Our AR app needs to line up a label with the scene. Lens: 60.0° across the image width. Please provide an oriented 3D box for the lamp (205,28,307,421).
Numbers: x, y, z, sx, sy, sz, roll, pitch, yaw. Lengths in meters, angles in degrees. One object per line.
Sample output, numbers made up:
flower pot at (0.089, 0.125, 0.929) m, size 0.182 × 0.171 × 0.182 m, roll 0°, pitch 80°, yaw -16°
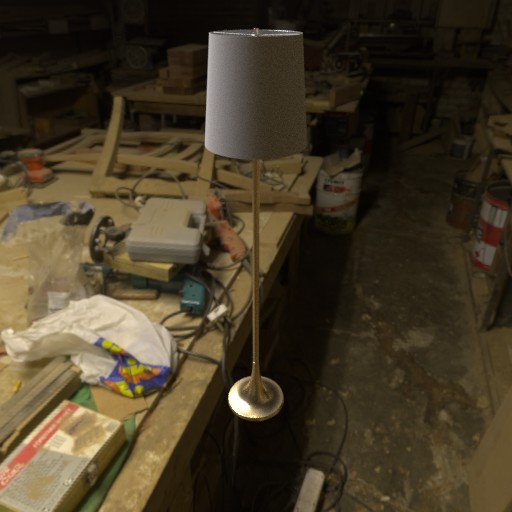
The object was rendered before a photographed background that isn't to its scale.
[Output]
lamp at (0.000, 0.000, 1.687) m, size 0.337 × 1.543 × 0.337 m, roll 0°, pitch 30°, yaw 0°
